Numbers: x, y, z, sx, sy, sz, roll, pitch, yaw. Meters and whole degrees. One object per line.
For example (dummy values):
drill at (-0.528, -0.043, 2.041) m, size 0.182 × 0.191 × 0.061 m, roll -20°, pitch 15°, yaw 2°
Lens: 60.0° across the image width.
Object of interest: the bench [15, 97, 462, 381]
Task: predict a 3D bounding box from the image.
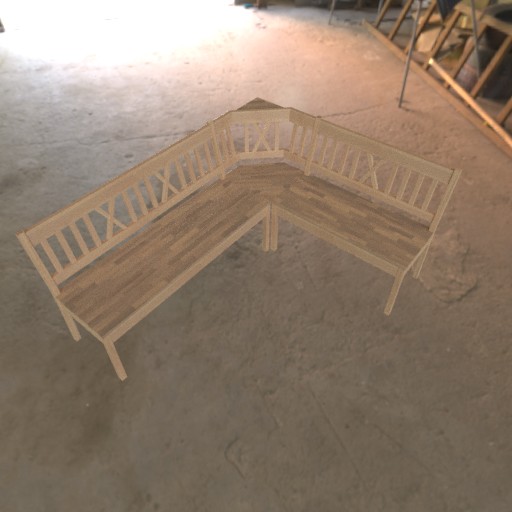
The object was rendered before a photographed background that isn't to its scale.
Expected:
bench at (0.000, 0.000, 2.724) m, size 1.537 × 0.902 × 1.937 m, roll 30°, pitch 53°, yaw 26°
